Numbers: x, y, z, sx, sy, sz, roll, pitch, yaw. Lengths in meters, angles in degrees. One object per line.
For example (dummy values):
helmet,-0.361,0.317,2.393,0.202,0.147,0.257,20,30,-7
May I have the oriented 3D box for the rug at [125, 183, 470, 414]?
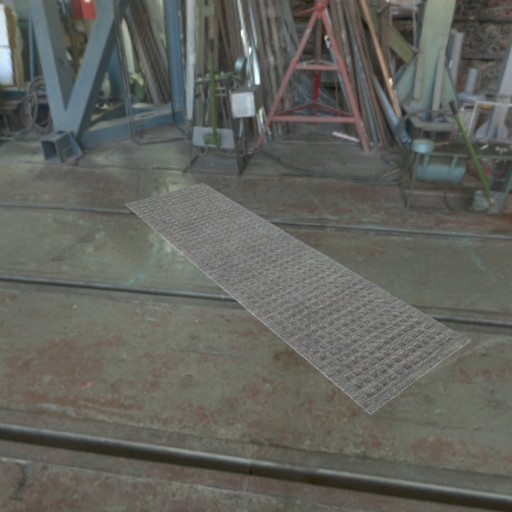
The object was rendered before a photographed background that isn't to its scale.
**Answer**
rug,0.000,0.000,2.748,0.706,0.009,2.443,-21,37,-31
